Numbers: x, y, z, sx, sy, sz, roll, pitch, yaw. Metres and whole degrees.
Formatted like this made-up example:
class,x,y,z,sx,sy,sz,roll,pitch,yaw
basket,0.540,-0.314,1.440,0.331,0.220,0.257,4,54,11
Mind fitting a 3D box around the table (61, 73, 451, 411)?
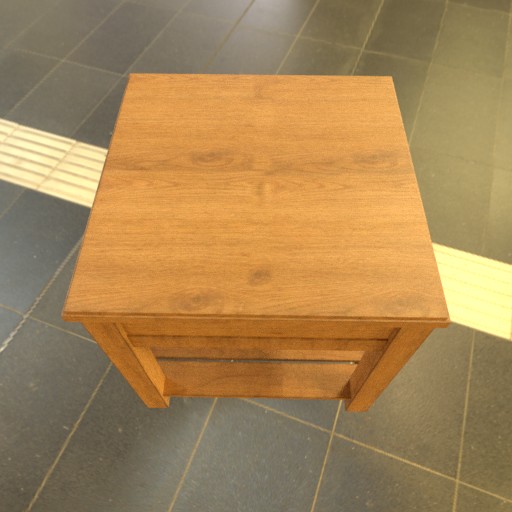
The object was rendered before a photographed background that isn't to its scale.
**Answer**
class,x,y,z,sx,sy,sz,roll,pitch,yaw
table,0.000,0.000,1.097,0.612,0.593,0.616,1,57,1
